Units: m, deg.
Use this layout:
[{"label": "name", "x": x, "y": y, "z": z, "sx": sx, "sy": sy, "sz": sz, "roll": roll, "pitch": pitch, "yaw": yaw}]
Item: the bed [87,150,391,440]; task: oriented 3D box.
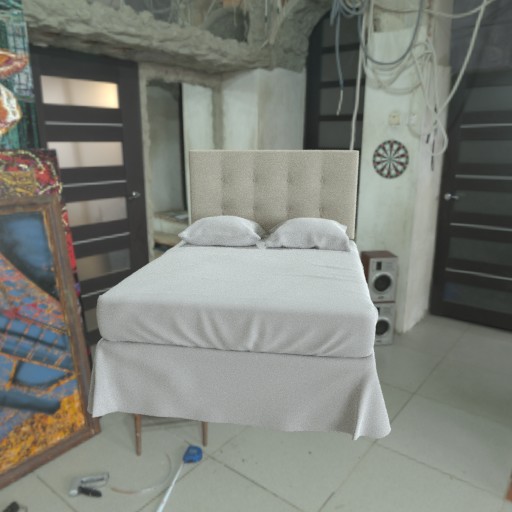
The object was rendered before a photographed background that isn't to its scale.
[{"label": "bed", "x": 0.000, "y": 0.000, "z": 3.456, "sx": 1.936, "sy": 1.577, "sz": 2.222, "roll": 2, "pitch": 15, "yaw": 9}]
